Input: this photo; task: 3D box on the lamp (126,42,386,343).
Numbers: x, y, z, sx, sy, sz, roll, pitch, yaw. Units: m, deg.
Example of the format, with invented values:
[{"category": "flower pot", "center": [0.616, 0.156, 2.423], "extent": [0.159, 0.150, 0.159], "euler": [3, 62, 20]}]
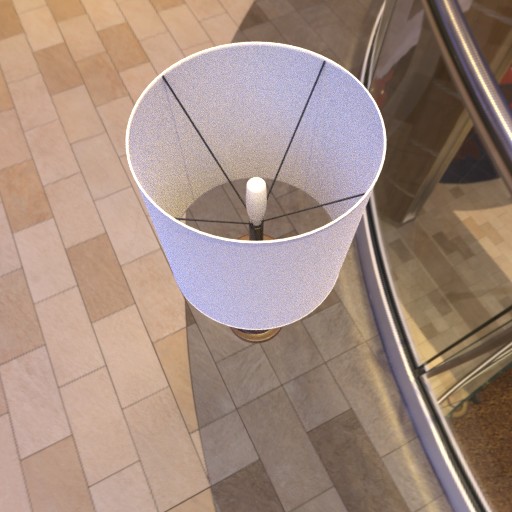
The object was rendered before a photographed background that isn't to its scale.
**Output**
[{"category": "lamp", "center": [0.000, 0.000, 0.561], "extent": [0.208, 0.455, 0.208], "euler": [15, 64, 7]}]
